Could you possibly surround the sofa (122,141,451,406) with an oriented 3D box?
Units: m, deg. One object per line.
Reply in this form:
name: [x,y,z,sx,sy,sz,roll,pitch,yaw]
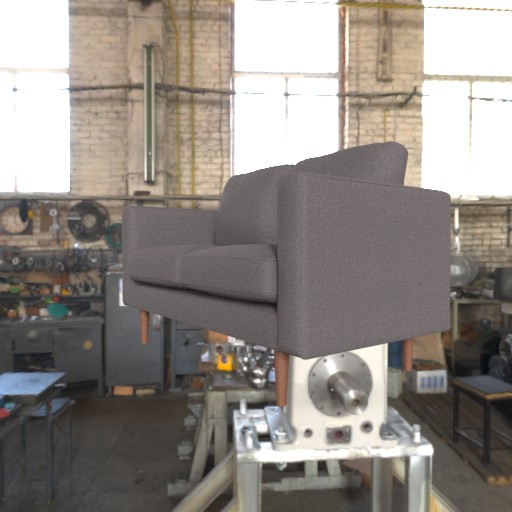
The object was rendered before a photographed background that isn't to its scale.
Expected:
sofa: [0.000,0.000,2.003,0.796,0.908,1.430,-1,2,-36]
